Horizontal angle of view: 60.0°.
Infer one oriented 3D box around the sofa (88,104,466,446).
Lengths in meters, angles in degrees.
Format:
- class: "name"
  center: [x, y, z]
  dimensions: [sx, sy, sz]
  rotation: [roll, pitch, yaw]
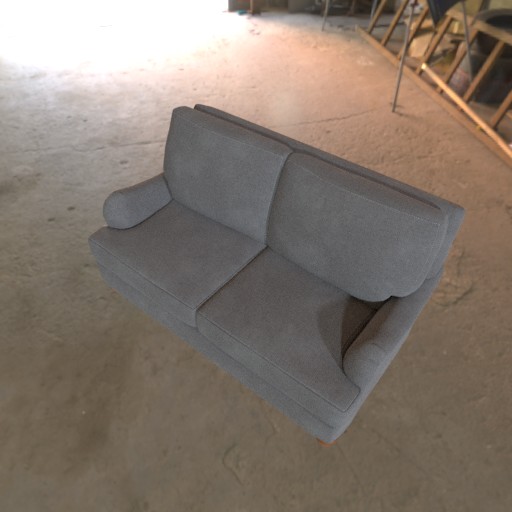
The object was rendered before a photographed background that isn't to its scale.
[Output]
- class: "sofa"
  center: [0.000, 0.000, 2.565]
  dimensions: [1.853, 1.101, 1.084]
  rotation: [29, 52, 26]
